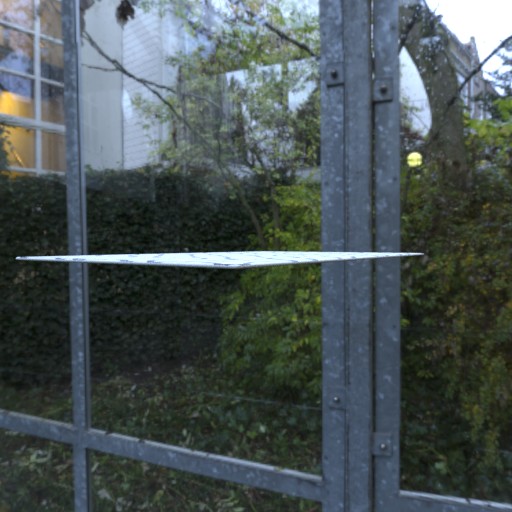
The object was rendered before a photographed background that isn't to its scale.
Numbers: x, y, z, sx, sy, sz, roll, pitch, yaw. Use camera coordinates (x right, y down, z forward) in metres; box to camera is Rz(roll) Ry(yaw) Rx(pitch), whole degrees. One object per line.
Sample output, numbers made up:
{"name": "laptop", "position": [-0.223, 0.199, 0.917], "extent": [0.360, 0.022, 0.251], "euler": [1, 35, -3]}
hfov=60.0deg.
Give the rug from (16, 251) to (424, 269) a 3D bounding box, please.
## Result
{"name": "rug", "position": [0.000, 0.000, 2.918], "extent": [1.521, 0.017, 2.365], "euler": [1, 2, 35]}
